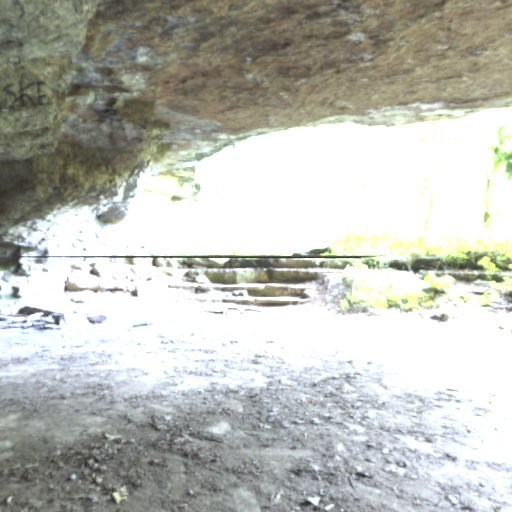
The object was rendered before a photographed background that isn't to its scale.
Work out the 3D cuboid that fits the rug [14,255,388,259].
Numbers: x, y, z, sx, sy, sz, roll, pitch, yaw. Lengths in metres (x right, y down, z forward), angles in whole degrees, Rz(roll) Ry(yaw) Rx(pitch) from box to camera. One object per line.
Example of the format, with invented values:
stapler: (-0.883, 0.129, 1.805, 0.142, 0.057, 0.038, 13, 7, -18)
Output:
rug: (0.000, 0.000, 2.251, 1.217, 0.005, 1.818, 0, 0, 19)
